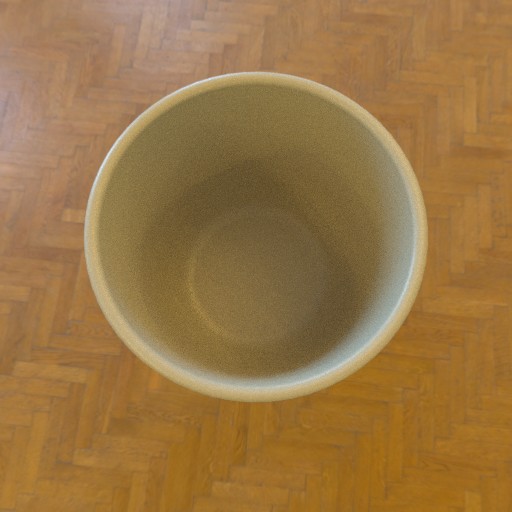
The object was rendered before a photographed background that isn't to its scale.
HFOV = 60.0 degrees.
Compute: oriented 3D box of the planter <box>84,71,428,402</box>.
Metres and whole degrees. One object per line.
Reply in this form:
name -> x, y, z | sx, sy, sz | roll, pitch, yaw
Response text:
planter -> 0.000, 0.000, 0.212 | 0.124, 0.109, 0.124 | 0, 77, 0
